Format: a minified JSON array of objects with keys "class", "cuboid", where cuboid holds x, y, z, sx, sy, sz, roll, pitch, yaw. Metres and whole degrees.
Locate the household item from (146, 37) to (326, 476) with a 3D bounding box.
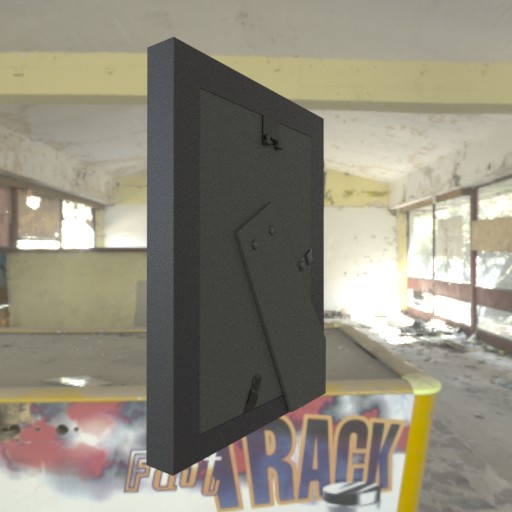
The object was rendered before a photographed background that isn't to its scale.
[{"class":"household item","cuboid":[0.000,0.000,0.236,0.022,0.178,0.133,0,0,35]}]
